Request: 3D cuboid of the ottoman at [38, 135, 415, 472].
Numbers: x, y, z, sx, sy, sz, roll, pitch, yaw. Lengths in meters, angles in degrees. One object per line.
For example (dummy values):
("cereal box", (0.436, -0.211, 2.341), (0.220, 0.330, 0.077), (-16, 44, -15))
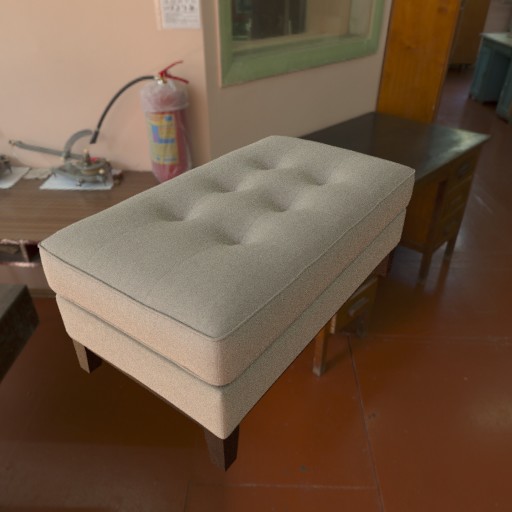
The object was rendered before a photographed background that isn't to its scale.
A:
("ottoman", (0.000, 0.000, 1.497), (0.648, 0.508, 1.143), (22, 39, 30))
